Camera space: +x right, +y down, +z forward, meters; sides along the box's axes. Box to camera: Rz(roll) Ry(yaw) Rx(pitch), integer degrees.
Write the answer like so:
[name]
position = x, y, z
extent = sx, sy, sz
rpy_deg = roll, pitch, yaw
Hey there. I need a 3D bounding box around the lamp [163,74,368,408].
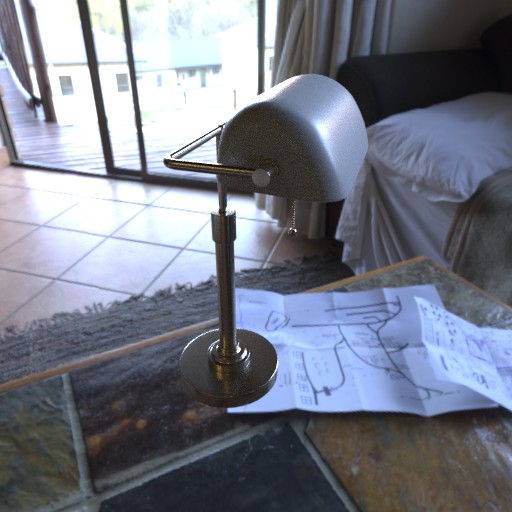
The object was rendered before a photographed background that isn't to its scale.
[lamp]
position = 0.000, 0.000, 0.546
extent = 0.227, 0.404, 0.269
rpy_deg = 9, 31, 16
